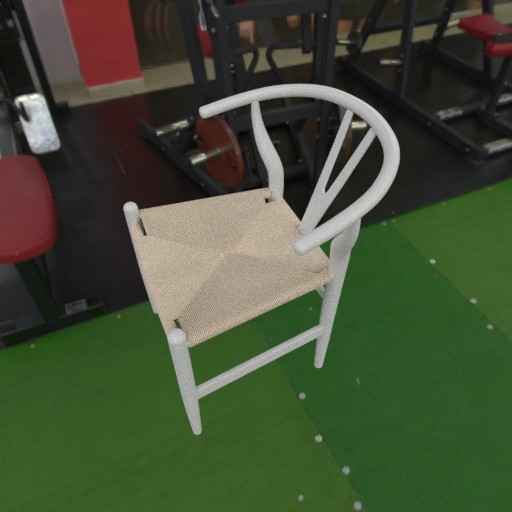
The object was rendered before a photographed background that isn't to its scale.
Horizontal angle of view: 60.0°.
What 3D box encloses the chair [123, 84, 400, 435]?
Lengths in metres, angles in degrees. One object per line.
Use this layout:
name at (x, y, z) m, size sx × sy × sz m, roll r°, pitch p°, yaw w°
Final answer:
chair at (0.000, 0.000, 1.173) m, size 0.579 × 0.730 × 0.569 m, roll -17°, pitch 48°, yaw -16°
